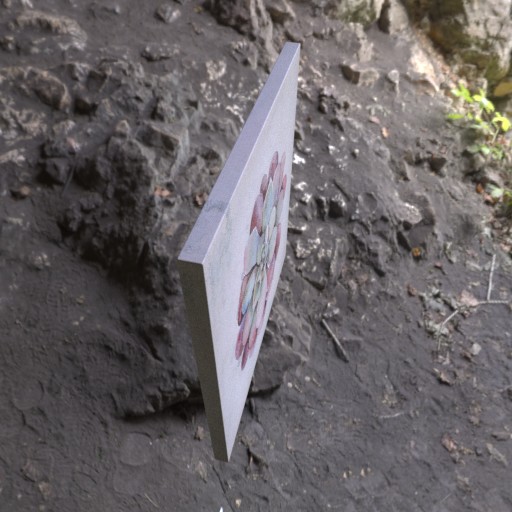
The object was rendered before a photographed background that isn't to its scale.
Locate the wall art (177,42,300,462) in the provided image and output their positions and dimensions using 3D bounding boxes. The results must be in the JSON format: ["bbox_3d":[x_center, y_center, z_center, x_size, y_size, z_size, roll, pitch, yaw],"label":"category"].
[{"bbox_3d":[0.000,0.000,1.123,0.041,0.762,0.762,10,48,9],"label":"wall art"}]
